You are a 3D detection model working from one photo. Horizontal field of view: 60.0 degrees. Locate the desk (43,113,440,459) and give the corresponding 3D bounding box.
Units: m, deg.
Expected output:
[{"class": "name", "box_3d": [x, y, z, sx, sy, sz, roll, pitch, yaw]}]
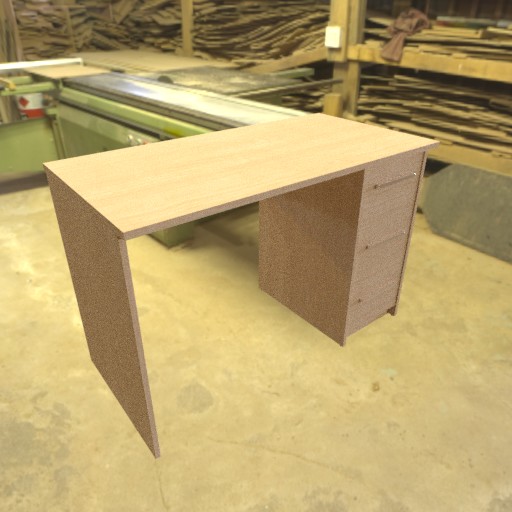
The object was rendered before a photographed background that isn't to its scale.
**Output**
[{"class": "desk", "box_3d": [0.000, 0.000, 1.537, 1.097, 0.735, 0.560, -21, 36, -32]}]
